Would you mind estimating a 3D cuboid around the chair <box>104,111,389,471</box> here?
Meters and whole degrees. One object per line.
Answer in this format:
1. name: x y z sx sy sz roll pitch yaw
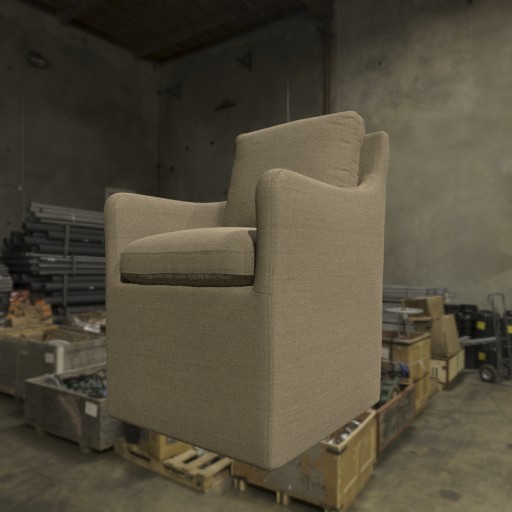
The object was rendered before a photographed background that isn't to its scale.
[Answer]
1. chair: 0.000 0.000 1.345 0.626 0.914 0.694 -1 -1 37
